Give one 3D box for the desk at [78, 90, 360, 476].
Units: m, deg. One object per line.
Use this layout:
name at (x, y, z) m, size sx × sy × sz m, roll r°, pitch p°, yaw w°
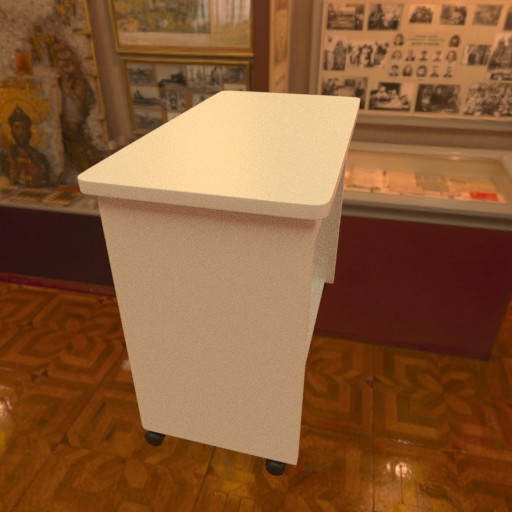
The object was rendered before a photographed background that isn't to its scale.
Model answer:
desk at (0.000, 0.000, 1.319) m, size 0.475 × 0.763 × 0.877 m, roll 8°, pitch 32°, yaw 13°
